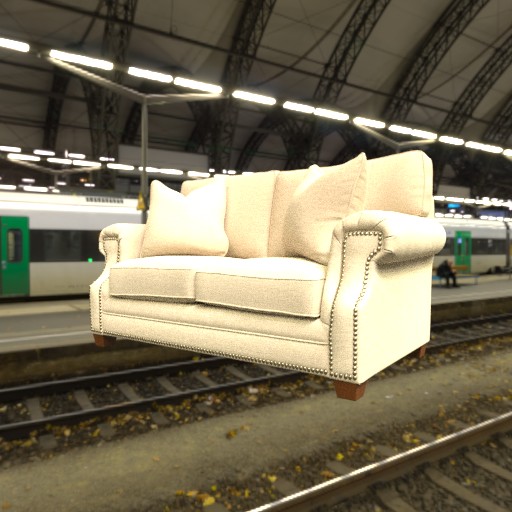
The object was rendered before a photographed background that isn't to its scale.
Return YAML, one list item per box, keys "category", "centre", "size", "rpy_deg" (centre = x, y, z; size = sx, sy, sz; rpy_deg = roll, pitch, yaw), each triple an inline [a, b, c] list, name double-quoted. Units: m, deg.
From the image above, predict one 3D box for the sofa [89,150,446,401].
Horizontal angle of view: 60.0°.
- category: "sofa"
  centre: [0.000, 0.000, 2.296]
  size: [1.701, 0.966, 0.966]
  rpy_deg: [1, 1, 36]
